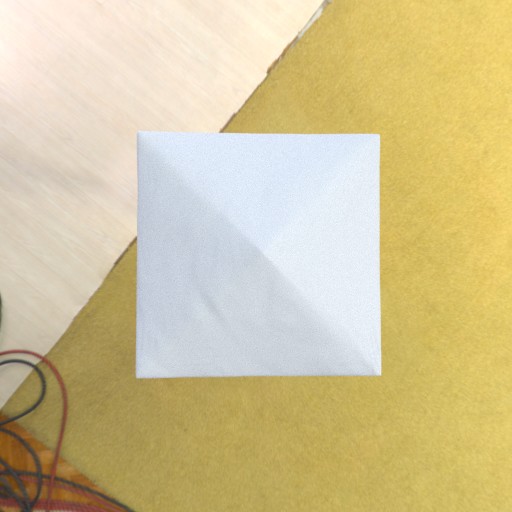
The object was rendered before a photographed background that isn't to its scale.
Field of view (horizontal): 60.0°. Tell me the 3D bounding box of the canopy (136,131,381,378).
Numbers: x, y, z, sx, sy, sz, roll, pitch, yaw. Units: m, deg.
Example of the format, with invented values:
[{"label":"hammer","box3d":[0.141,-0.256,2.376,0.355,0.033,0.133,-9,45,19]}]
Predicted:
[{"label":"canopy","box3d":[0.000,0.000,5.156,2.849,2.850,2.850,0,89,-2]}]
